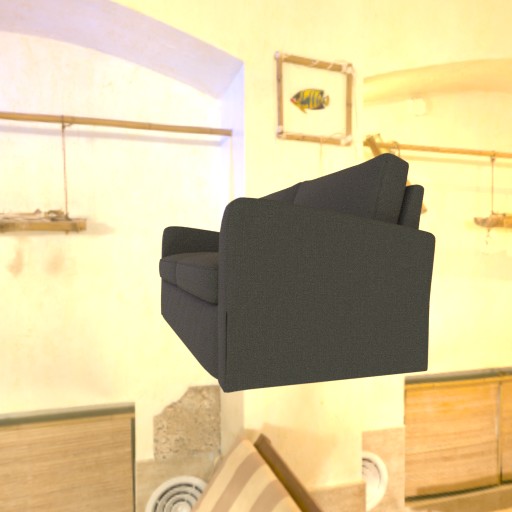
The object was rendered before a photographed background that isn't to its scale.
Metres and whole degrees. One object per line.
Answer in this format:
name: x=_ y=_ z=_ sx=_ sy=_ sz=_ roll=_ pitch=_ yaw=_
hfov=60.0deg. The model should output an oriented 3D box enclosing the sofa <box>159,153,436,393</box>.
sofa: x=0.000 y=0.000 z=2.392 sx=0.898 sy=0.839 sz=1.852 roll=0 pitch=1 yaw=-18
